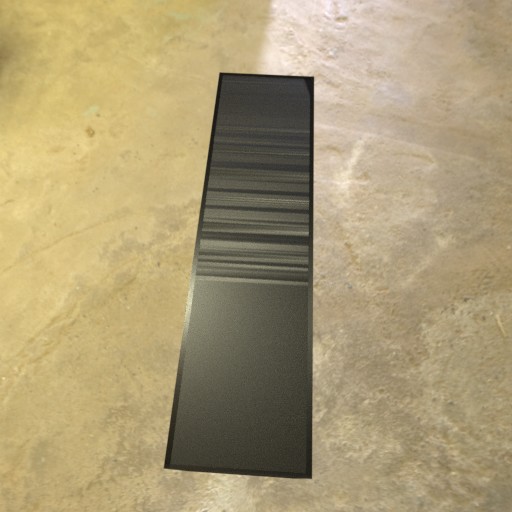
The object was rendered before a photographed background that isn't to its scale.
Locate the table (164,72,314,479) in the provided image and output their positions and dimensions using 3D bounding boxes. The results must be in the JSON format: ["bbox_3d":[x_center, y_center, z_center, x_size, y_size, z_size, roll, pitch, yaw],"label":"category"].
[{"bbox_3d":[0.000,0.000,1.677,0.399,0.395,1.486,3,63,2],"label":"table"}]
